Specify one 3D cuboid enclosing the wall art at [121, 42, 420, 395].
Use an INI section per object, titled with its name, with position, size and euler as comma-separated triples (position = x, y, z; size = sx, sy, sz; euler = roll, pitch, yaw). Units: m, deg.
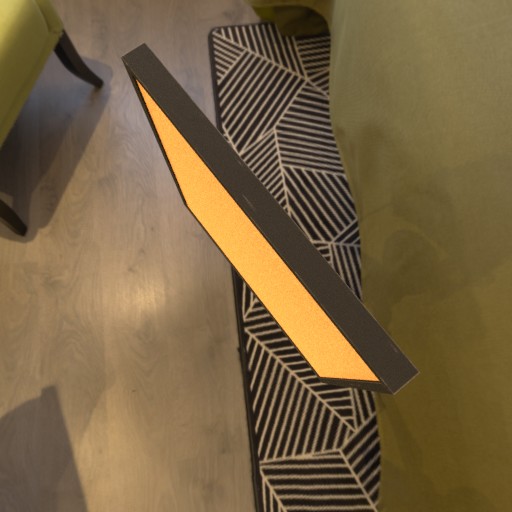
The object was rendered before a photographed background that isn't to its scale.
[wall art]
position = 0.000, 0.000, 0.746
size = 0.036, 0.506, 0.506
euler = -37, 78, -9
